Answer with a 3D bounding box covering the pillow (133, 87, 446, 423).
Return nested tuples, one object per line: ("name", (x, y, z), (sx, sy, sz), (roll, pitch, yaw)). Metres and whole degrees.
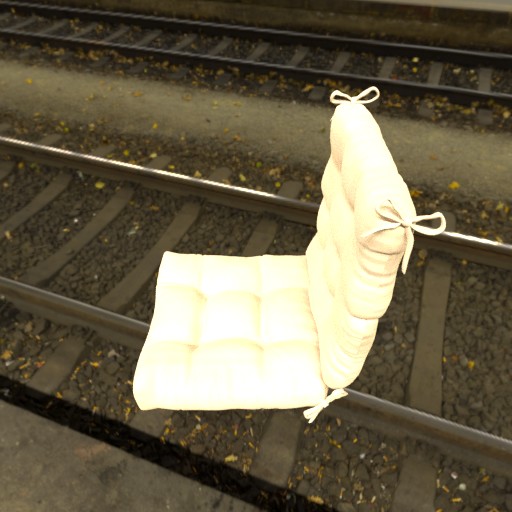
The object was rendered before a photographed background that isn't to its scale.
("pillow", (0.000, 0.000, 1.019), (0.571, 0.605, 0.519), (0, 42, 0))
